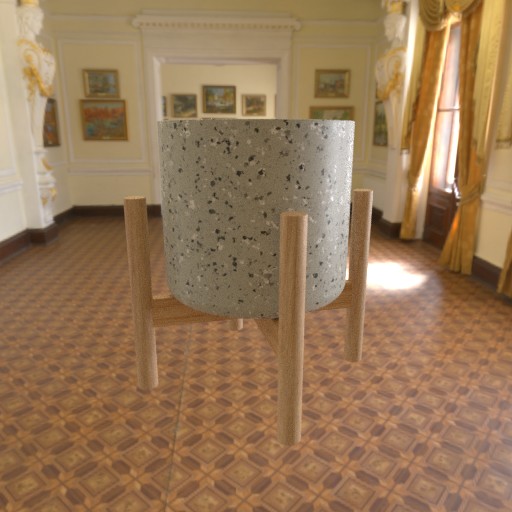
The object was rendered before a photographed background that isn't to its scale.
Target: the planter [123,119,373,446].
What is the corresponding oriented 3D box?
[{"bbox_3d":[0.000,0.000,0.552,0.284,0.320,0.284,2,16,8],"label":"planter"}]
